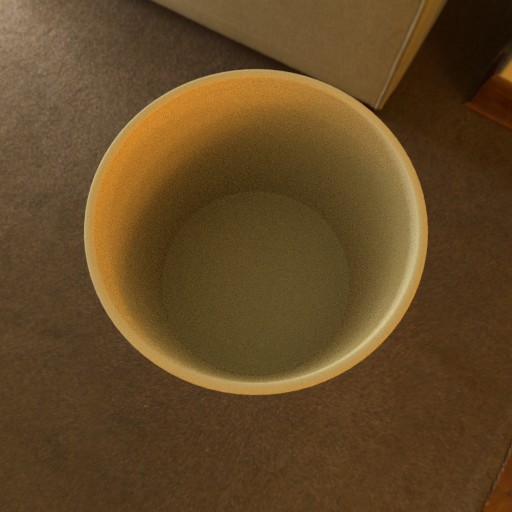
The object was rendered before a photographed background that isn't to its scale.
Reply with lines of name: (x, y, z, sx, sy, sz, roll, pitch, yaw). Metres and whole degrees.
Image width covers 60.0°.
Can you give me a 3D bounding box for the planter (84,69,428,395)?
planter: (0.000, 0.000, 0.383, 0.221, 0.201, 0.221, 0, 75, 0)
